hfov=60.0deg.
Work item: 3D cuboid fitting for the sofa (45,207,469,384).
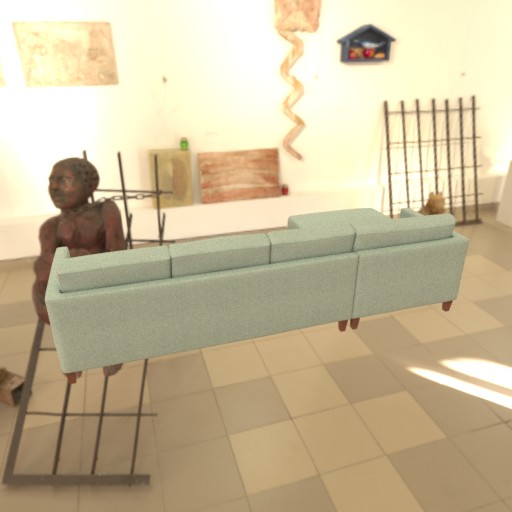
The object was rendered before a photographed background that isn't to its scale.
[{"bbox_3d":[0.000,0.000,4.198,3.470,0.953,1.600,-8,26,-16],"label":"sofa"}]
